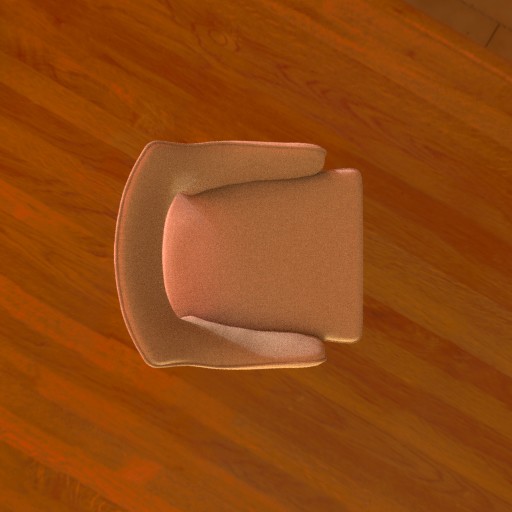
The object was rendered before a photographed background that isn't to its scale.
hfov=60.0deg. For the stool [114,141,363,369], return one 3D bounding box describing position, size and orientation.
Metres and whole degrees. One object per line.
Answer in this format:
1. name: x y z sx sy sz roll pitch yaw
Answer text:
1. stool: 0.000 0.000 1.297 0.560 0.936 0.550 0 89 0
